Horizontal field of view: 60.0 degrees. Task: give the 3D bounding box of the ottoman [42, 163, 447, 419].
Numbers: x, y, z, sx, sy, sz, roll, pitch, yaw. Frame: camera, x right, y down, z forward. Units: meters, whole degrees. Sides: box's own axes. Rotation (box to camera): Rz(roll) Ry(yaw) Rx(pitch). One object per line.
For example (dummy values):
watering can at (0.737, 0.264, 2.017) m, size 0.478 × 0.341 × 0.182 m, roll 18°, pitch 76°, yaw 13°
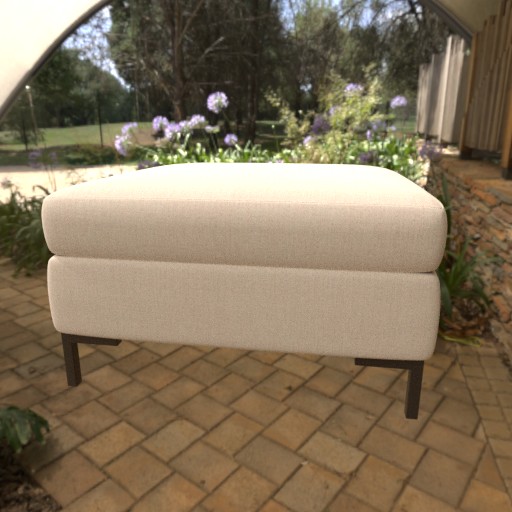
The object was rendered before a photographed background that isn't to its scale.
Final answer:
ottoman at (0.000, 0.000, 1.153) m, size 0.794 × 0.453 × 0.657 m, roll 3°, pitch 16°, yaw 9°
